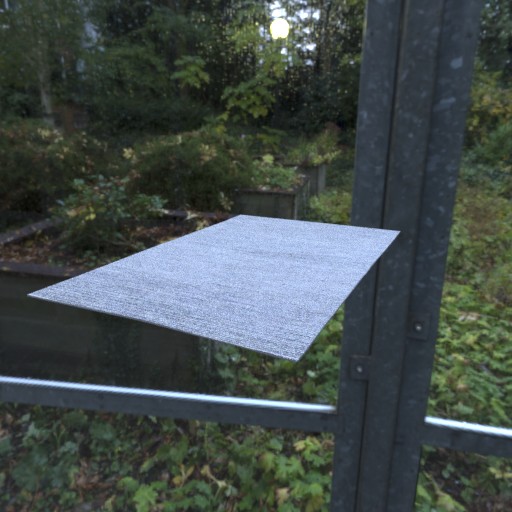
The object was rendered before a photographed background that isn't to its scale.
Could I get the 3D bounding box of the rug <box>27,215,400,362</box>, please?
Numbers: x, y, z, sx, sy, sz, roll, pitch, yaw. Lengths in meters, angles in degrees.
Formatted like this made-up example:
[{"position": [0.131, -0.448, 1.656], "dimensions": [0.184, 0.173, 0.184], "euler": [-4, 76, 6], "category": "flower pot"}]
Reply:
[{"position": [0.000, 0.000, 2.289], "dimensions": [1.159, 0.021, 1.789], "euler": [8, 19, 25], "category": "rug"}]
